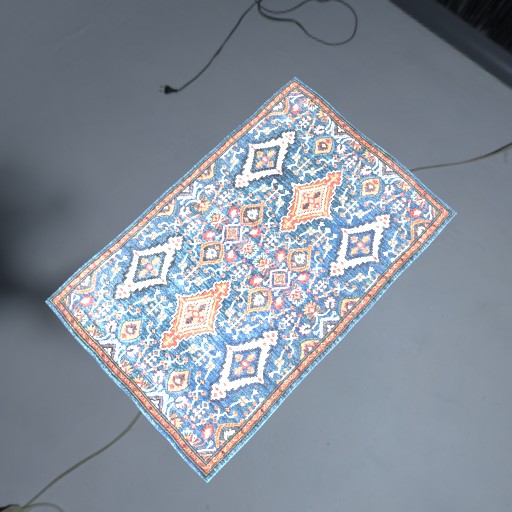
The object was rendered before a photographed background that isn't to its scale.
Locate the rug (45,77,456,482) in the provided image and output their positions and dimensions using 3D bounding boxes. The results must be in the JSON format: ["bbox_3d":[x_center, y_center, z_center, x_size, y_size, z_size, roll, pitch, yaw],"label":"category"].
[{"bbox_3d":[0.000,0.000,2.288,1.195,0.014,1.847,44,80,10],"label":"rug"}]
